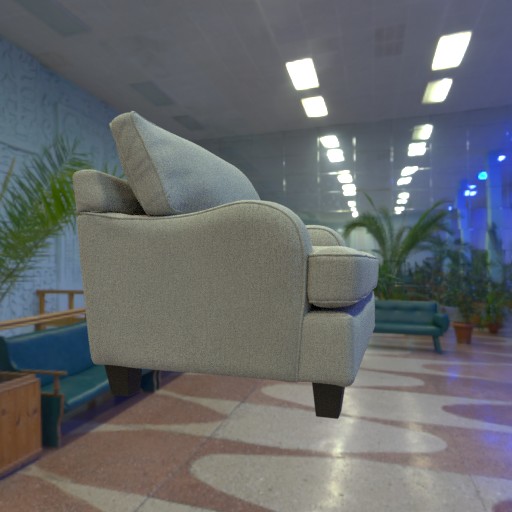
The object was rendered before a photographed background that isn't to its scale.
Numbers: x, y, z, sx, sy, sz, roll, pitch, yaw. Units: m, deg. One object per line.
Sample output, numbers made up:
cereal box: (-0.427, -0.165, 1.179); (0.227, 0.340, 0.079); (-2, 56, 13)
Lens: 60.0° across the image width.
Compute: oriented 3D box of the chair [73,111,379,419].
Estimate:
chair: (0.000, 0.000, 2.015); (1.041, 1.016, 1.220); (0, -1, 18)
